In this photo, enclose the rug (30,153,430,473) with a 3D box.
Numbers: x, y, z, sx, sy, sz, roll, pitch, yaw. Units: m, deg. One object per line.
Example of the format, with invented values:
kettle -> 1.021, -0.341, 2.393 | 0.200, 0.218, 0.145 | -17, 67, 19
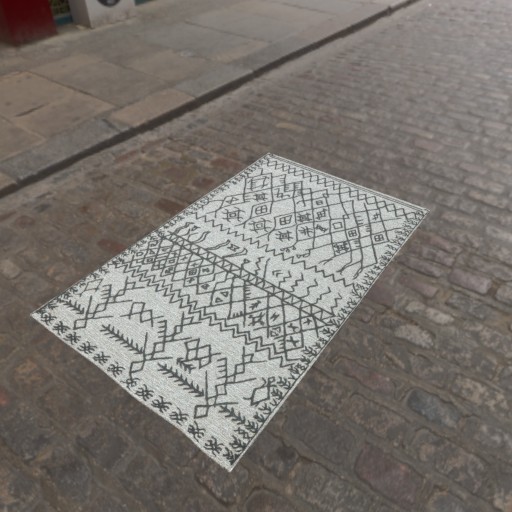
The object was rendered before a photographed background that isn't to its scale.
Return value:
rug -> 0.000, 0.000, 4.723 | 2.393, 0.019, 3.824 | 26, 48, 27
